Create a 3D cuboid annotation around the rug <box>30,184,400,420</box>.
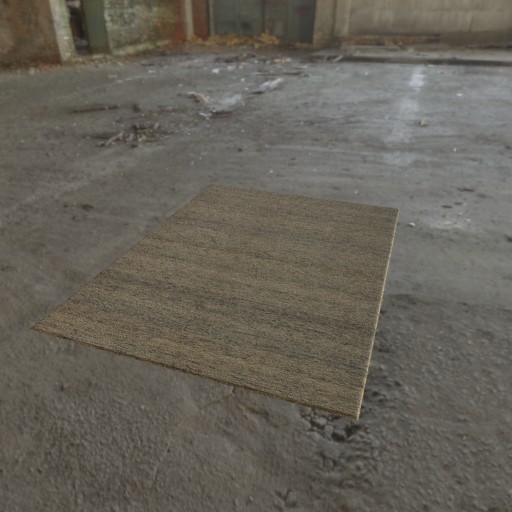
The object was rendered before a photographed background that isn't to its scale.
[{"bbox_3d":[0.000,0.000,4.233,2.414,0.036,3.199,10,32,17],"label":"rug"}]
